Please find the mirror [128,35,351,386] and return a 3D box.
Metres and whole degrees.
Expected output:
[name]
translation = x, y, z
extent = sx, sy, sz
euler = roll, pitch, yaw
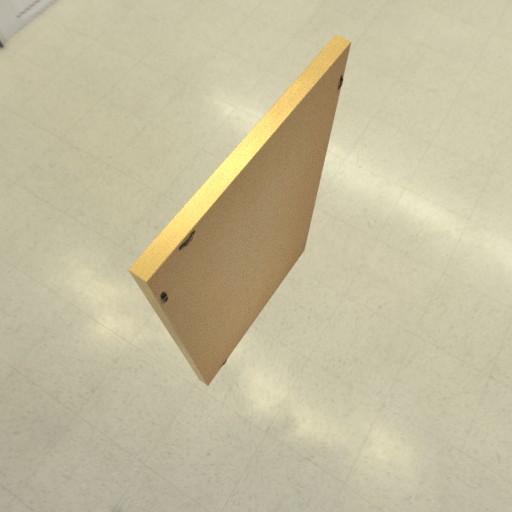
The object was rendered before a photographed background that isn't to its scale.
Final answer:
[mirror]
translation = 0.000, 0.000, 1.168
extent = 0.040, 0.915, 0.609
euler = 32, 69, 14
